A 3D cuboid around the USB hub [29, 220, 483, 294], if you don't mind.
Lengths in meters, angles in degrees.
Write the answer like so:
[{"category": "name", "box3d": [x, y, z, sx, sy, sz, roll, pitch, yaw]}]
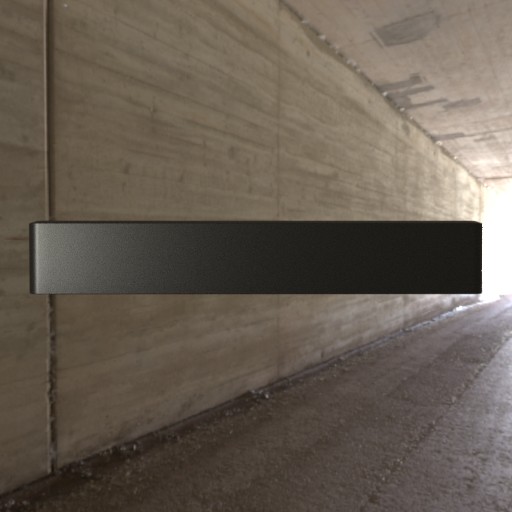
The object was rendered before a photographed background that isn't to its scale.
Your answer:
[{"category": "USB hub", "box3d": [0.000, 0.000, 0.160, 0.145, 0.023, 0.044, 0, 1, 0]}]
